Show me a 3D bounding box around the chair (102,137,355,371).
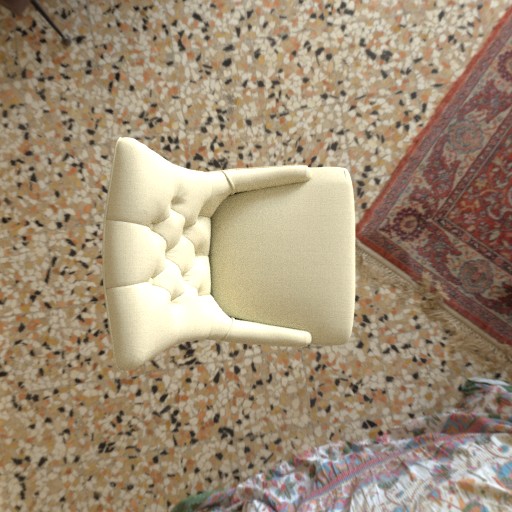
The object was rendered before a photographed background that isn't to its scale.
[{"bbox_3d":[0.000,0.000,1.250,0.565,0.874,0.509,0,89,1],"label":"chair"}]
